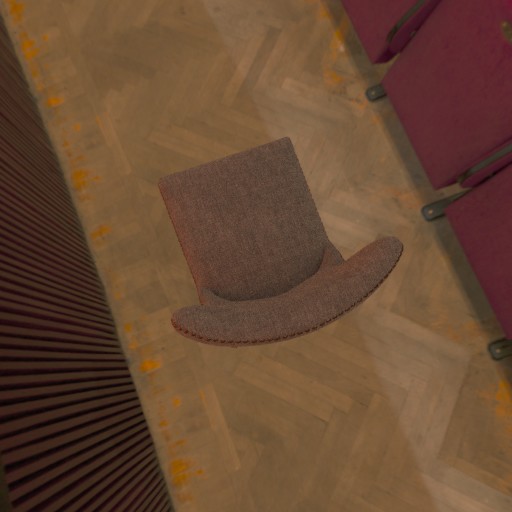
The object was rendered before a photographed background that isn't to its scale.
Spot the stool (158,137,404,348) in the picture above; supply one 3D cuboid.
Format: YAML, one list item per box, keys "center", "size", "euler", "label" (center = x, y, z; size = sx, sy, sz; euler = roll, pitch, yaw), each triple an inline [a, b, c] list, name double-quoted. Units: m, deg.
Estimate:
- center: [0.000, 0.000, 1.445]
  size: [0.494, 1.123, 0.606]
  euler: [-19, 77, -5]
  label: "stool"
